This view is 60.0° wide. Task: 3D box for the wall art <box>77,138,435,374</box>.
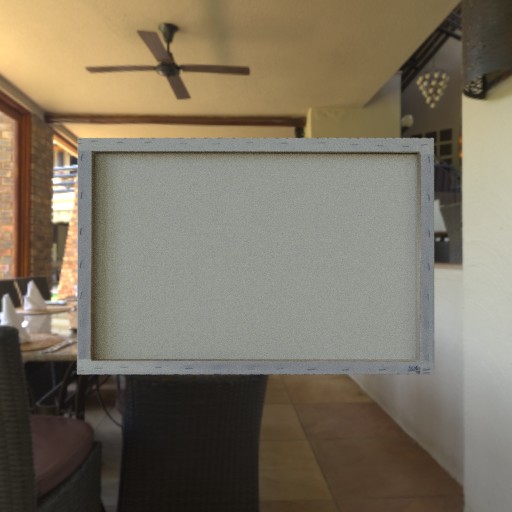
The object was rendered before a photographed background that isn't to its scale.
[{"bbox_3d":[0.000,0.000,1.438,1.143,0.757,0.038,0,0,0],"label":"wall art"}]
